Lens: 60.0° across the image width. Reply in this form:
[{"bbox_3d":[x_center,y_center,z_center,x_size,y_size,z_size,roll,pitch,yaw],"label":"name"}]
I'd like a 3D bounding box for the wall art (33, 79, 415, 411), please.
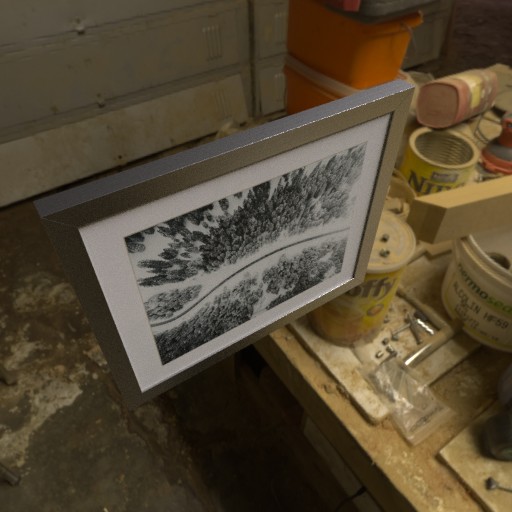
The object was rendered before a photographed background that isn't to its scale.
[{"bbox_3d":[0.000,0.000,0.741,0.557,0.456,0.032,-25,51,-22],"label":"wall art"}]
